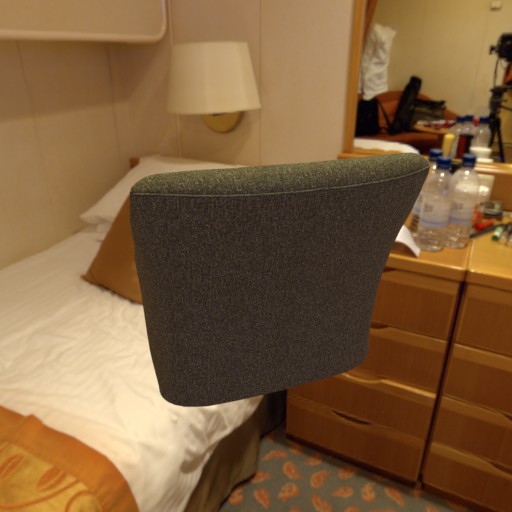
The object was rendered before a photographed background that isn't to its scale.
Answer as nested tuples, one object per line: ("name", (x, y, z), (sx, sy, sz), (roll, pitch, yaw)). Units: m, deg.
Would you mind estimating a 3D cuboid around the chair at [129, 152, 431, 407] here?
("chair", (0.000, 0.000, 1.599), (0.864, 0.856, 0.923), (-8, 26, -18))
